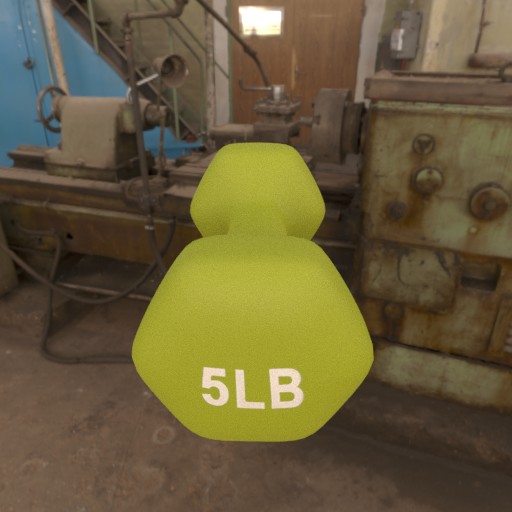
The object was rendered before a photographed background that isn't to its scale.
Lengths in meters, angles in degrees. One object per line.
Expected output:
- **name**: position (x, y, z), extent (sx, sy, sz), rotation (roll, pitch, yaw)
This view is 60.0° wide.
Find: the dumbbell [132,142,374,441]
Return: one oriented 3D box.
- **dumbbell**: position (0.000, 0.000, 0.205), extent (0.080, 0.072, 0.164), rotation (1, 27, 1)
